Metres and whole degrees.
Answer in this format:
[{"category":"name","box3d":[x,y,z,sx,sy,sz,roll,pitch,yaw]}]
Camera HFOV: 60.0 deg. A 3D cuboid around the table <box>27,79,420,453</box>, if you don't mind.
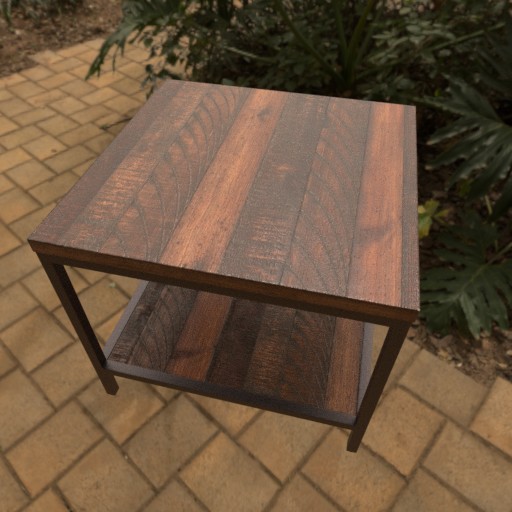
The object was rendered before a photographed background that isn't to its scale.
[{"category":"table","box3d":[0.000,0.000,0.955,0.553,0.482,0.548,10,47,9]}]
